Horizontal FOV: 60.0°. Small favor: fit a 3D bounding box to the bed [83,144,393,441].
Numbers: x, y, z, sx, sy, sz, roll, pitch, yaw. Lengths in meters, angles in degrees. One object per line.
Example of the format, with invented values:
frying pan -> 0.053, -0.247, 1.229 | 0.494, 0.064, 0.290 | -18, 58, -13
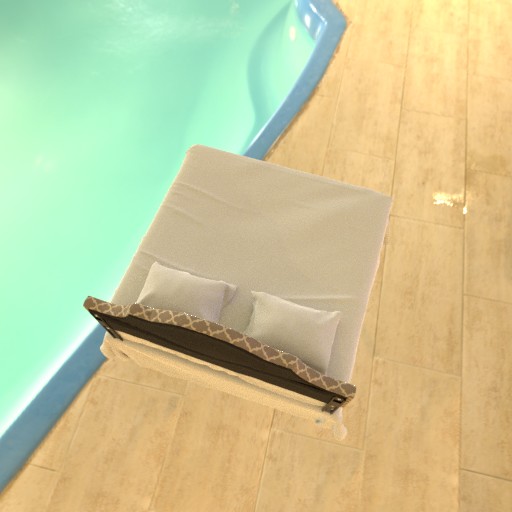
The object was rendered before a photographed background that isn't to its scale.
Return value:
bed -> 0.000, 0.000, 3.784 | 2.314, 1.601, 2.222 | 17, 64, 9
